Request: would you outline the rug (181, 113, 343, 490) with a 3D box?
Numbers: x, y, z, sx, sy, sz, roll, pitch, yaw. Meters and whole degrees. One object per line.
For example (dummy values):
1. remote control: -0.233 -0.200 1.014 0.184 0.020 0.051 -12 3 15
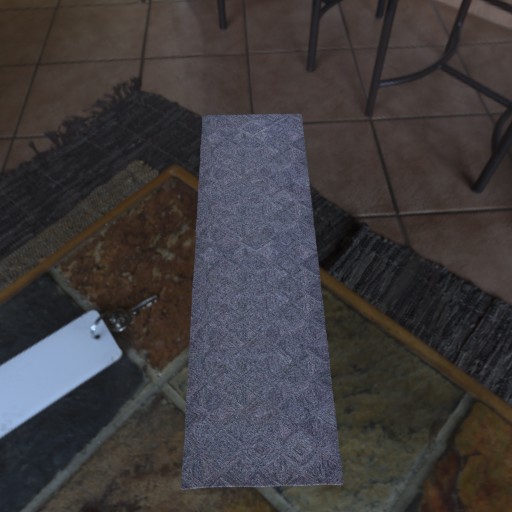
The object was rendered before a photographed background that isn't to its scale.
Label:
1. rug: 0.000 0.000 2.472 0.691 0.011 2.296 -1 59 -1
